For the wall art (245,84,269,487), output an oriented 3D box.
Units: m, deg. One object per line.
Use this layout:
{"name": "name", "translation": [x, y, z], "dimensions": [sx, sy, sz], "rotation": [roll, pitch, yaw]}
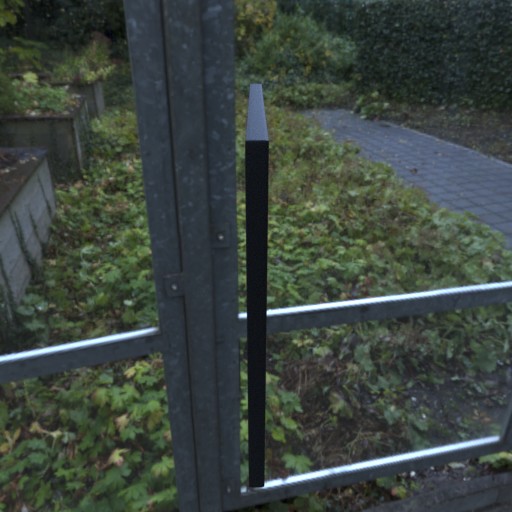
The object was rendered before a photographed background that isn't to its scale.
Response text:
{"name": "wall art", "translation": [0.000, 0.000, 0.684], "dimensions": [0.022, 0.453, 0.456], "rotation": [0, 27, 0]}
